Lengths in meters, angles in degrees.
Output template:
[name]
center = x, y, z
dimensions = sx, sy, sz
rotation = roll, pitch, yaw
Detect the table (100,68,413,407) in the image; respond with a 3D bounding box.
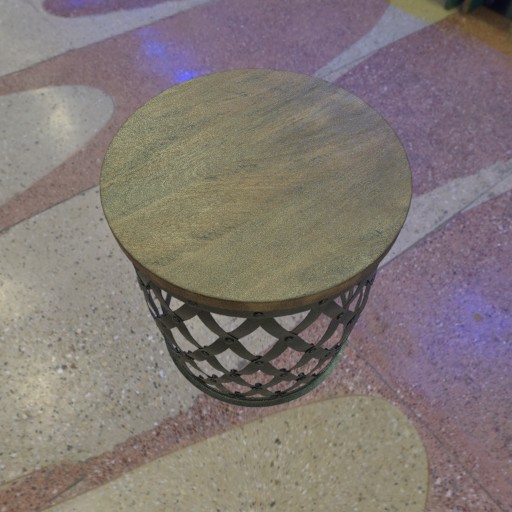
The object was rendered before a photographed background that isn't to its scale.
[table]
center = 0.000, 0.000, 0.773
dimensions = 0.405, 0.454, 0.405
rotation = 0, 58, 0
